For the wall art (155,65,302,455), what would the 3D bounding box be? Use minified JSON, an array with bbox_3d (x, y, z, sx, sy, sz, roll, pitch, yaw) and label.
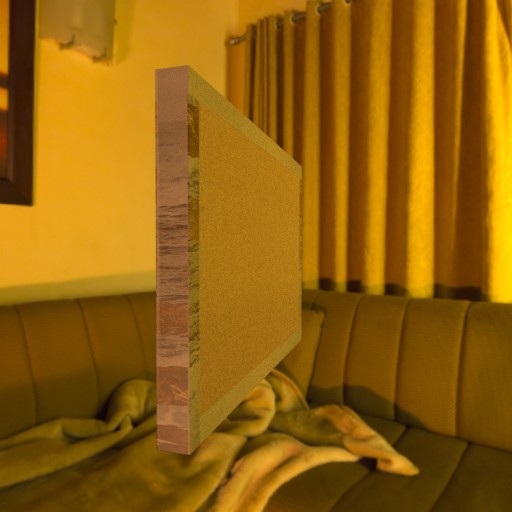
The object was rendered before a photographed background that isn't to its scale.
[{"bbox_3d":[0.000,0.000,0.757,0.041,0.407,0.606,0,1,17],"label":"wall art"}]
